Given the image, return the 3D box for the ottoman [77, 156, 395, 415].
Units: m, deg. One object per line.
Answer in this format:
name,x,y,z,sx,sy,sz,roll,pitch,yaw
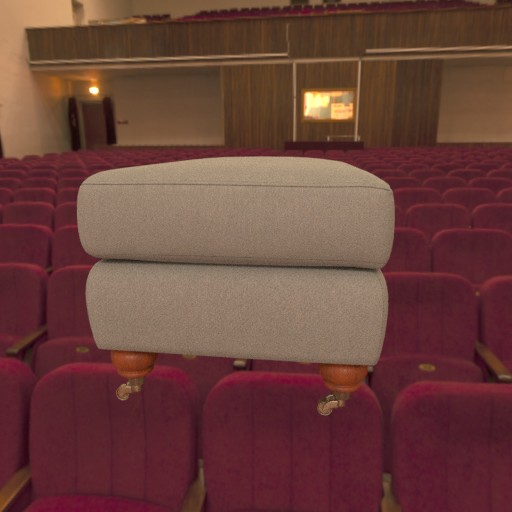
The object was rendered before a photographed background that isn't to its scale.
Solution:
ottoman,0.000,0.000,1.143,0.569,0.499,0.773,2,14,7
